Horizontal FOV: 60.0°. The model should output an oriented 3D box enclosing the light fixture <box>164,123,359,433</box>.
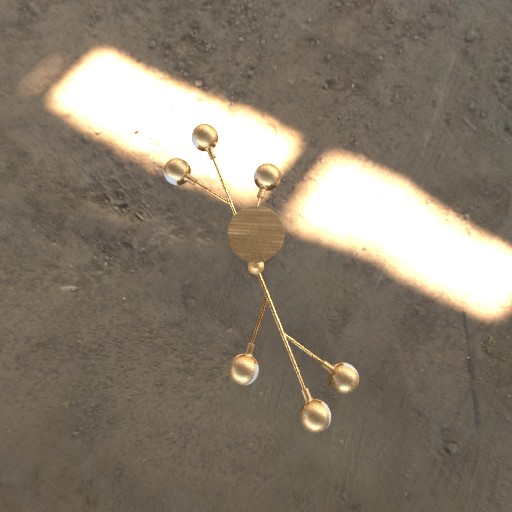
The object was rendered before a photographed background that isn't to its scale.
[{"bbox_3d":[0.000,0.000,0.965,0.434,0.362,0.778,-5,77,-1],"label":"light fixture"}]
